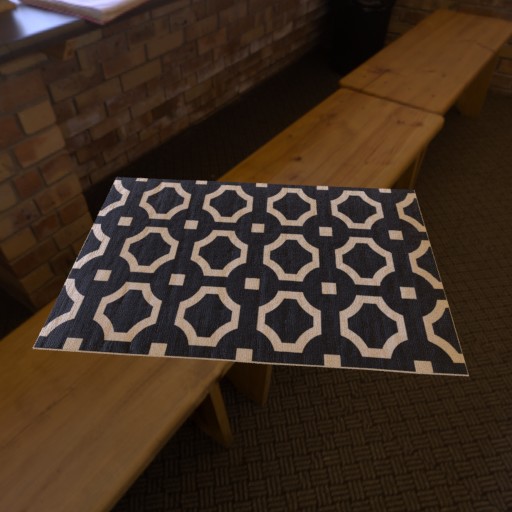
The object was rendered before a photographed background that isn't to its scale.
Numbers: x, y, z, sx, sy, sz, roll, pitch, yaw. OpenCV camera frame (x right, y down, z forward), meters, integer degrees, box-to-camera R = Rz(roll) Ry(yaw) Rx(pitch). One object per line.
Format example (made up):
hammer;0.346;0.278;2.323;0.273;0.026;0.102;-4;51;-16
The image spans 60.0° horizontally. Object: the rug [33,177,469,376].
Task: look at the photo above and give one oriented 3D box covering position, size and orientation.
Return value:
rug;0.000;0.000;2.854;2.286;0.016;1.555;3;46;3
